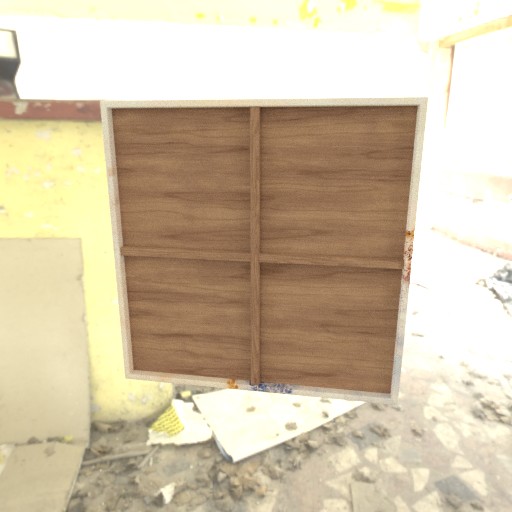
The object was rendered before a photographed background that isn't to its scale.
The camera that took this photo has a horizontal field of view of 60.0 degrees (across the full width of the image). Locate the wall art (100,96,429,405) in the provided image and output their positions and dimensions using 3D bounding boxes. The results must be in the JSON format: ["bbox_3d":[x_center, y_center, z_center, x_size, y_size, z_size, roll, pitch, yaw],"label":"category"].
[{"bbox_3d":[0.000,0.000,1.589,1.061,1.061,0.071,3,16,9],"label":"wall art"}]
